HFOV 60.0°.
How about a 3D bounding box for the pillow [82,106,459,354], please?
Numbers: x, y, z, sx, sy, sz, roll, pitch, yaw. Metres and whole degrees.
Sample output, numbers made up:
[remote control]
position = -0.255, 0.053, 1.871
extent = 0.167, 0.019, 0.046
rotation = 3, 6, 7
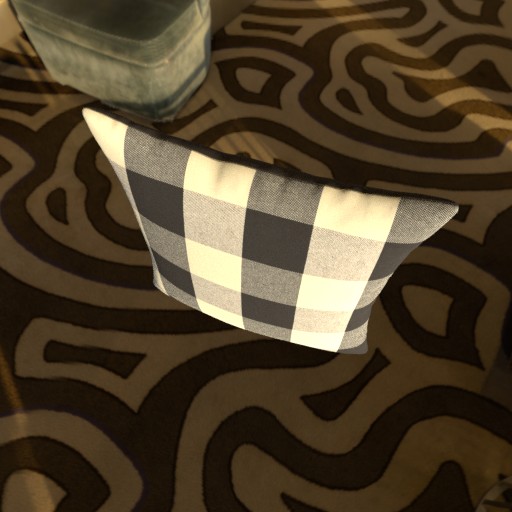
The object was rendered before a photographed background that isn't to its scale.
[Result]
[pillow]
position = 0.000, 0.000, 0.783
extent = 0.511, 0.509, 0.161
rotation = 17, 60, 10
